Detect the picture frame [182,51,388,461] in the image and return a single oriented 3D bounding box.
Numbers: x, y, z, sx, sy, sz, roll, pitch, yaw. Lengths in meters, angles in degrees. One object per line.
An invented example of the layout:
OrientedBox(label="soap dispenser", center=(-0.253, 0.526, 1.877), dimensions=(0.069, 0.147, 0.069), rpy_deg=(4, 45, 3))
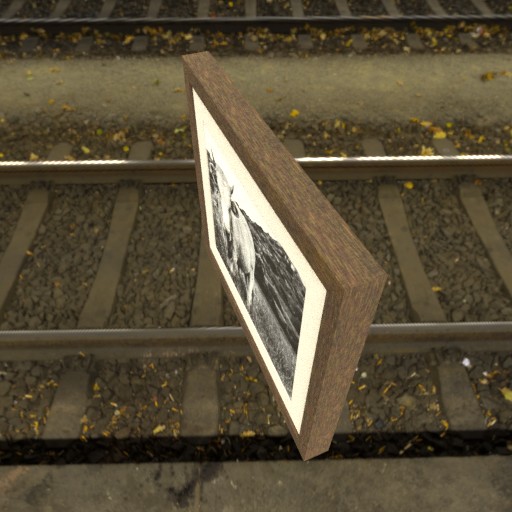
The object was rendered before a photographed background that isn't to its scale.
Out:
OrientedBox(label="picture frame", center=(0.000, 0.000, 0.529), dimensions=(0.033, 0.330, 0.378), rpy_deg=(-17, 50, -15))
